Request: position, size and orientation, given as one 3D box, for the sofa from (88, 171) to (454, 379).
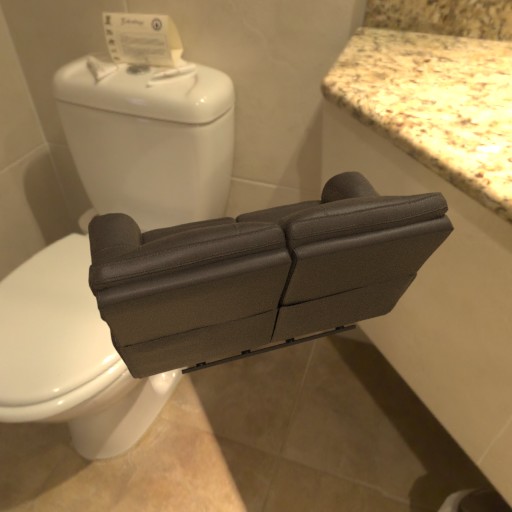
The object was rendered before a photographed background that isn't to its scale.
[{"bbox_3d":[0.000,0.000,2.538,1.765,1.111,1.104,-12,43,-13],"label":"sofa"}]
